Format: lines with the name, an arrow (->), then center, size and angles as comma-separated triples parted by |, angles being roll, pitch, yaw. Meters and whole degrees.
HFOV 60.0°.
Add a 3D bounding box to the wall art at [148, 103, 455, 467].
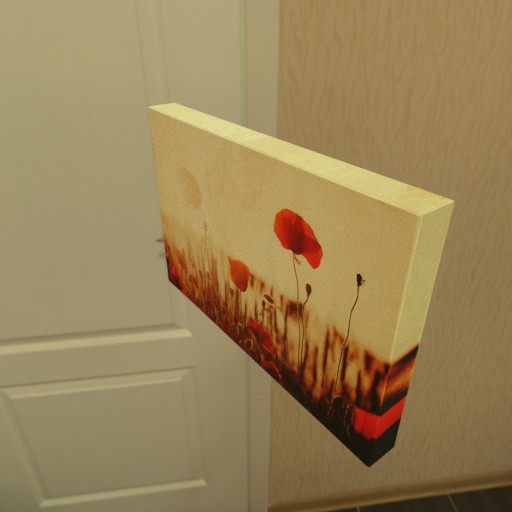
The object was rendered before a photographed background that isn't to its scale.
wall art -> 0.000, 0.000, 0.475 | 0.037, 0.251, 0.383 | -21, 37, -31
